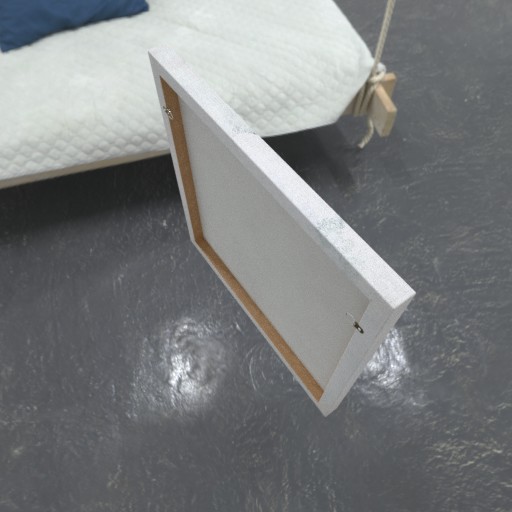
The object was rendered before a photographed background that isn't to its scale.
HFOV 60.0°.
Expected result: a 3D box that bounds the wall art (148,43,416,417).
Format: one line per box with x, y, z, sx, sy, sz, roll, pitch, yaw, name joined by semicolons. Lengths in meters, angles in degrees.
0.000;0.000;0.918;0.040;0.612;0.612;-31;64;-18;wall art
